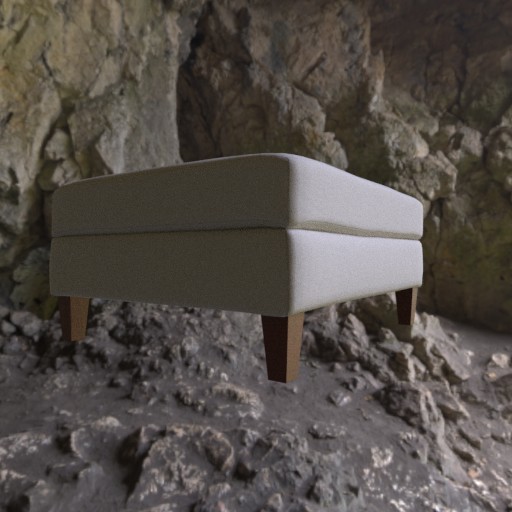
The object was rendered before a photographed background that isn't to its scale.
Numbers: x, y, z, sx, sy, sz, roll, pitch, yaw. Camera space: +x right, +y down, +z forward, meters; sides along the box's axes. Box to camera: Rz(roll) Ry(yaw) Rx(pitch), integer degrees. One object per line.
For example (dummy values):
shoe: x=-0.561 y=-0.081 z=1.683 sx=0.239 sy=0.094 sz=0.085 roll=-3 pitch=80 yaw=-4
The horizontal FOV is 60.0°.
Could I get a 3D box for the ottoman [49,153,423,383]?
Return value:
ottoman: x=0.000 y=0.000 z=1.449 sx=0.836 sy=0.492 sz=0.976 roll=0 pitch=0 yaw=35
